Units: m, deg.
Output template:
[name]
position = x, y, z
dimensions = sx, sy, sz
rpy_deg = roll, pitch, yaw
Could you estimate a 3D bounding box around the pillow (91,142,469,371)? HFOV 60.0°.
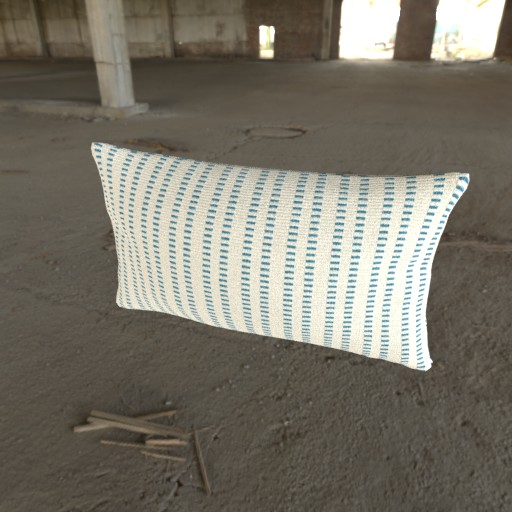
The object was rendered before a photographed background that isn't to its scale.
[pillow]
position = 0.000, 0.000, 0.780
dimensions = 0.640, 0.353, 0.210
rpy_deg = 9, 28, 17
